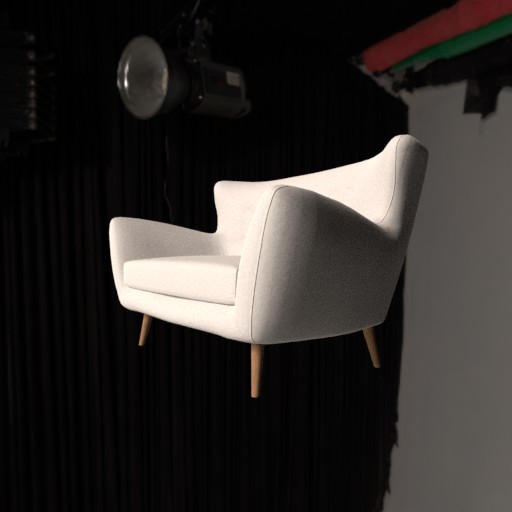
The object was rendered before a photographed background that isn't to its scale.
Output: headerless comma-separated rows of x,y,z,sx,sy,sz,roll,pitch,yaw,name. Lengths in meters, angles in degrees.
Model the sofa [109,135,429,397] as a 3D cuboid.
0.000,0.000,1.993,0.921,0.878,1.424,0,0,-36,sofa
